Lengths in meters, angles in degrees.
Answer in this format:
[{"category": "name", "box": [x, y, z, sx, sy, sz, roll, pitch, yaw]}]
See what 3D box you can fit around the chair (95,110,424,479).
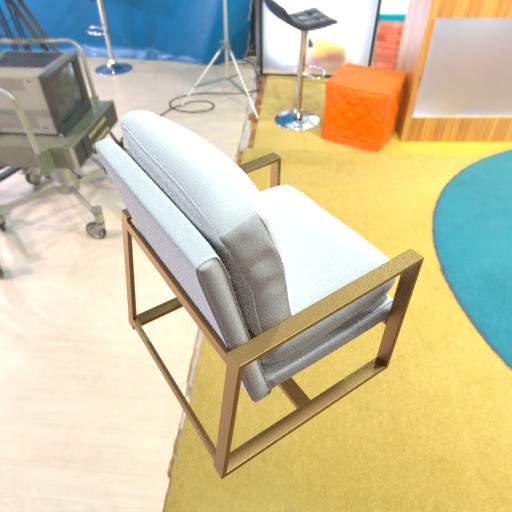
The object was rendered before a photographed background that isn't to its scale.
[{"category": "chair", "box": [0.000, 0.000, 1.547, 0.813, 0.966, 0.805, -24, 47, -25]}]
